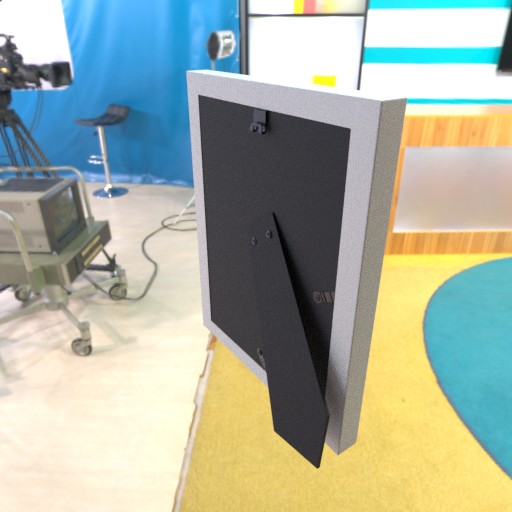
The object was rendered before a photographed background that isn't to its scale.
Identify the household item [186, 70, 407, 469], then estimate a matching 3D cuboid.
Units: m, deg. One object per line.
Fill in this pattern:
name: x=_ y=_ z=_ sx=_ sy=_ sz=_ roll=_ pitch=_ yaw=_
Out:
household item: x=0.000 y=0.000 z=0.340 sx=0.045 sy=0.250 sz=0.200 roll=-18 pitch=32 yaw=-31
